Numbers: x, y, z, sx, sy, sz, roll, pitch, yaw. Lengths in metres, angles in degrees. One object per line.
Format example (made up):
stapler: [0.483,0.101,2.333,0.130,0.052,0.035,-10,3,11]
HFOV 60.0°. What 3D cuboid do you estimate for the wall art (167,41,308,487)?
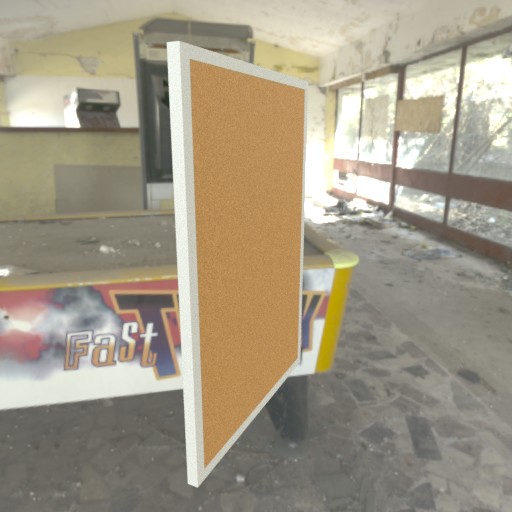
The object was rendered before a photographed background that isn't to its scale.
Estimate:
wall art: [0.000,0.000,0.546,0.013,0.433,0.303,7,17,25]
